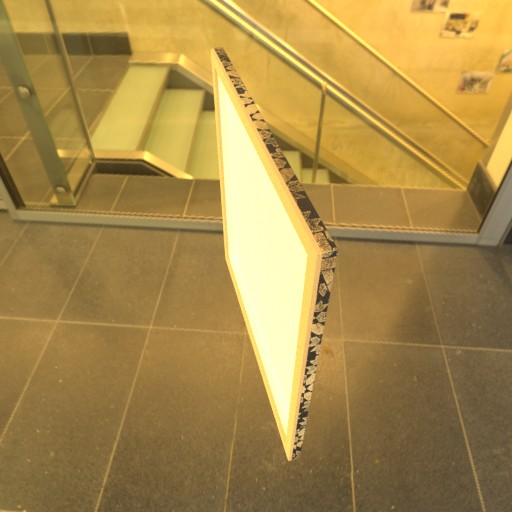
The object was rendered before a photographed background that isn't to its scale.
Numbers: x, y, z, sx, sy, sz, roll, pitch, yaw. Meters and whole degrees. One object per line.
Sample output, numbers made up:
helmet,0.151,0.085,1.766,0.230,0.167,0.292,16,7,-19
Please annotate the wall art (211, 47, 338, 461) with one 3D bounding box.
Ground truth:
wall art,0.000,0.000,1.364,0.038,0.914,0.914,-11,46,-11
